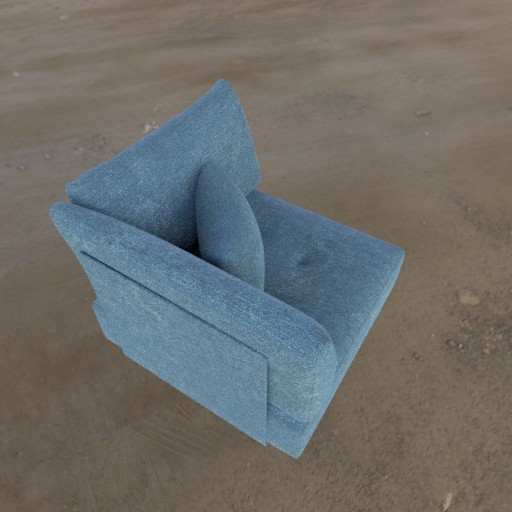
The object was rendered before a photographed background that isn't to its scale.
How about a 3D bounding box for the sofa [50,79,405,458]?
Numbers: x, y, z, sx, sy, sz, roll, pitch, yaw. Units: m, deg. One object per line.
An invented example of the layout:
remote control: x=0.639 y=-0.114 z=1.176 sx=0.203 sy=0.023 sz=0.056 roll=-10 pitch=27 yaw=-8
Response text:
sofa: x=0.000 y=0.000 z=1.745 sx=1.000 sy=0.820 sz=1.000 roll=25 pitch=52 yaw=21
